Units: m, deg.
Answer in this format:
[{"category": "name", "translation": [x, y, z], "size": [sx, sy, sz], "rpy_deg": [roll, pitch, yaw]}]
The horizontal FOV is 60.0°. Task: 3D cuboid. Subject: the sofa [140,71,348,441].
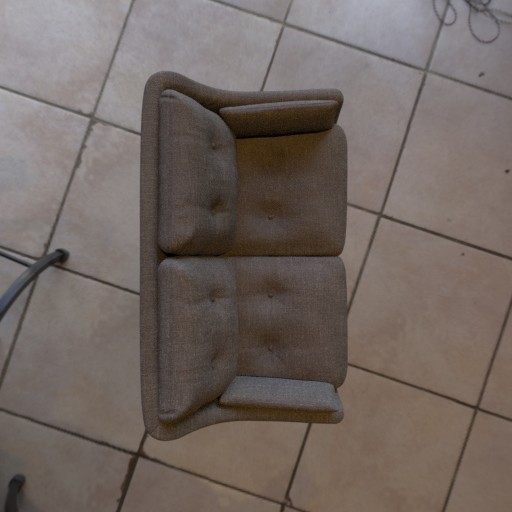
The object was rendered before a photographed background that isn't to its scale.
[{"category": "sofa", "translation": [0.000, 0.000, 2.266], "size": [0.976, 0.887, 1.646], "rpy_deg": [0, 90, 0]}]
